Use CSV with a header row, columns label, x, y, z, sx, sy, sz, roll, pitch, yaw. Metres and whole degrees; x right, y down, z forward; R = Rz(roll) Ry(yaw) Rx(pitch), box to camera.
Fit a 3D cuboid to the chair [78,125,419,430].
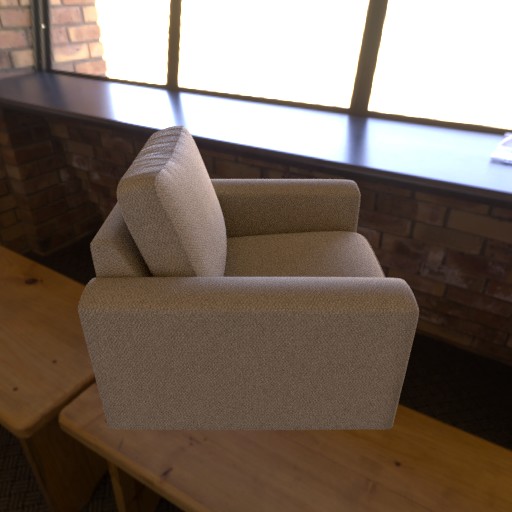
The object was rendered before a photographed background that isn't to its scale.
label,x,y,z,sx,sy,sz,roll,pitch,yaw
chair,0.000,0.000,1.738,1.016,0.873,1.005,0,31,0
